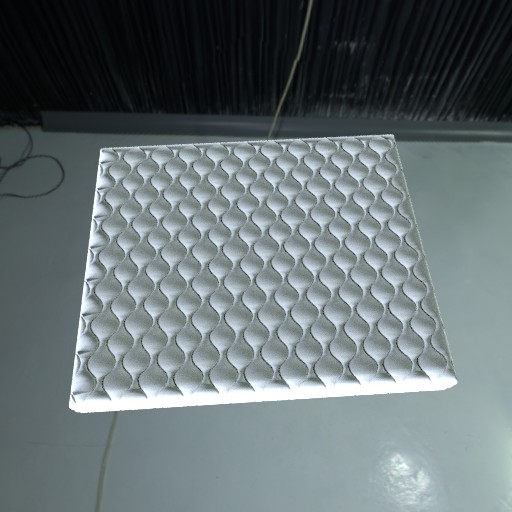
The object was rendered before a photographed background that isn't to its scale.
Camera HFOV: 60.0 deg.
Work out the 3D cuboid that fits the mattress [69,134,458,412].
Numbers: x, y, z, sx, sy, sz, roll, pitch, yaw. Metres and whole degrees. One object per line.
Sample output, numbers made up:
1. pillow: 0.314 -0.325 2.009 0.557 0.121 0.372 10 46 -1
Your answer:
1. mattress: 0.000 0.000 2.567 1.900 0.200 1.600 -3 63 -2
